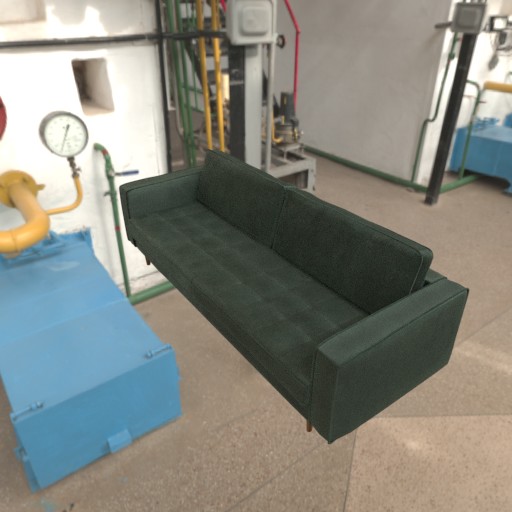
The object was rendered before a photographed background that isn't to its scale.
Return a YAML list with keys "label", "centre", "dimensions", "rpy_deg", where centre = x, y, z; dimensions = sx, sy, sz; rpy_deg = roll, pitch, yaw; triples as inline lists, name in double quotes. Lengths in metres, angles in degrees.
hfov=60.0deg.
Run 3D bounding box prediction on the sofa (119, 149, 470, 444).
- label: "sofa"
  centre: [0.000, 0.000, 2.667]
  dimensions: [0.886, 0.781, 2.214]
  rpy_deg: [-20, 36, -30]
